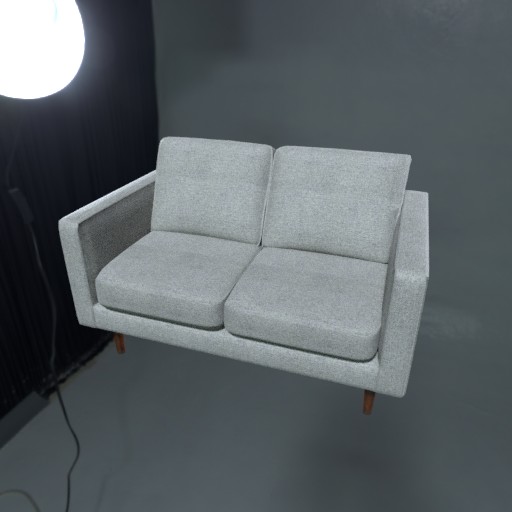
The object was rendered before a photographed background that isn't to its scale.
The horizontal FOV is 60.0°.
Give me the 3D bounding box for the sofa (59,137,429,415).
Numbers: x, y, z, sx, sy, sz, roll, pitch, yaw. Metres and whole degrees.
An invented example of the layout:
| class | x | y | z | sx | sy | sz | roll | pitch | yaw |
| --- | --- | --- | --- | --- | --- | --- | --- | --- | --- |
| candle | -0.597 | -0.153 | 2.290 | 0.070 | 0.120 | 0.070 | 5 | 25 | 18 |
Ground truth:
| class | x | y | z | sx | sy | sz | roll | pitch | yaw |
| --- | --- | --- | --- | --- | --- | --- | --- | --- | --- |
| sofa | 0.000 | 0.000 | 2.184 | 1.527 | 0.973 | 0.969 | 9 | 28 | 17 |
